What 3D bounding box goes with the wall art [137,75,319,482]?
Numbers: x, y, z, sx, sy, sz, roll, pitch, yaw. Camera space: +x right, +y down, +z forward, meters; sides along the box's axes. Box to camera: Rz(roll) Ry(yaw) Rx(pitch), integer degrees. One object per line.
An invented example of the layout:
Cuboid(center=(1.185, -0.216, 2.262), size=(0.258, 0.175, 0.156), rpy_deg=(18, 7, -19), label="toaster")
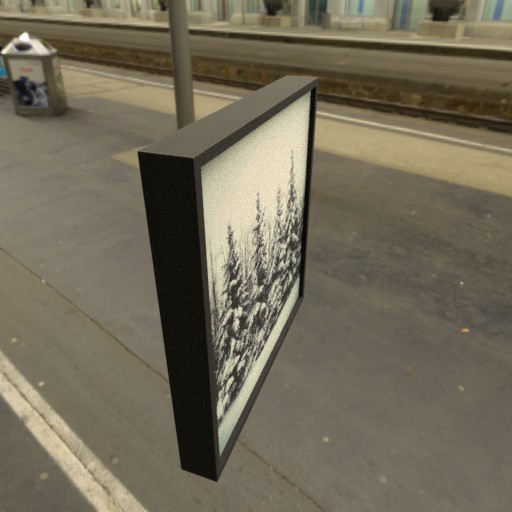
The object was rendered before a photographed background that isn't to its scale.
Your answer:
Cuboid(center=(0.000, 0.000, 0.457), size=(0.037, 0.305, 0.305), rpy_deg=(11, 32, 17), label="wall art")
